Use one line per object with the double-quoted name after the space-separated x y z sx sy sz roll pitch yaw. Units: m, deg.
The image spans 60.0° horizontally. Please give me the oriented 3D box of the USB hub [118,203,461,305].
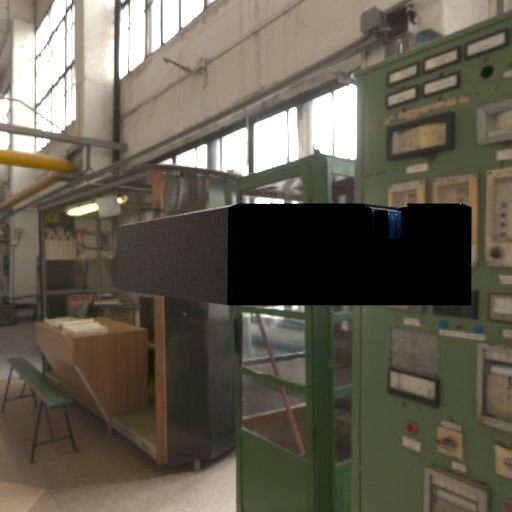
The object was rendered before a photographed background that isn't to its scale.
0.000 0.000 0.128 0.044 0.023 0.110 1 -1 -37 "USB hub"
